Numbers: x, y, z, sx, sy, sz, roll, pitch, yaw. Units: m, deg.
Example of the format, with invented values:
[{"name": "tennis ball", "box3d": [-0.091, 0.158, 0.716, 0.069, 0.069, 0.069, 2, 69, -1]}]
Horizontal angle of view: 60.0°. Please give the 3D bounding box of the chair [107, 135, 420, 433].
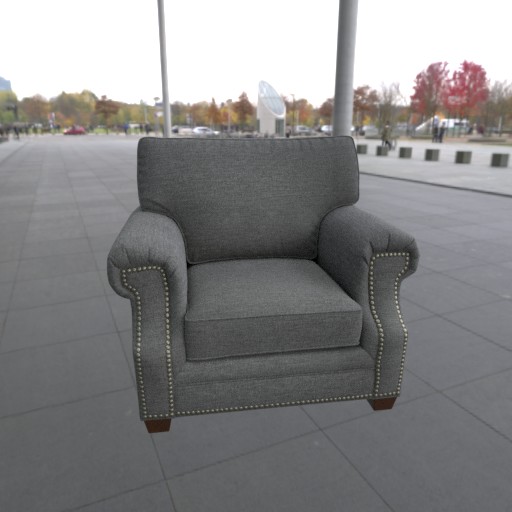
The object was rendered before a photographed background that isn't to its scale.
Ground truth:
[{"name": "chair", "box3d": [0.000, 0.000, 1.854, 1.092, 0.961, 0.965, -3, 17, -8]}]
